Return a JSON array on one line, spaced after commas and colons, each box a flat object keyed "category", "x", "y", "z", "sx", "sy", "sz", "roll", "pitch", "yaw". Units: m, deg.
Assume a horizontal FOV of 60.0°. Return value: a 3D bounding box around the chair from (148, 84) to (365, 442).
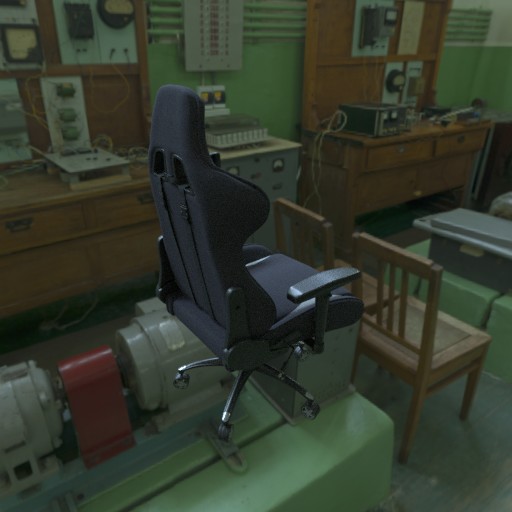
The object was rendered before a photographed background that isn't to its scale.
[{"category": "chair", "x": 0.000, "y": 0.000, "z": 1.754, "sx": 0.695, "sy": 1.300, "sz": 0.730, "roll": -18, "pitch": 32, "yaw": -32}]
